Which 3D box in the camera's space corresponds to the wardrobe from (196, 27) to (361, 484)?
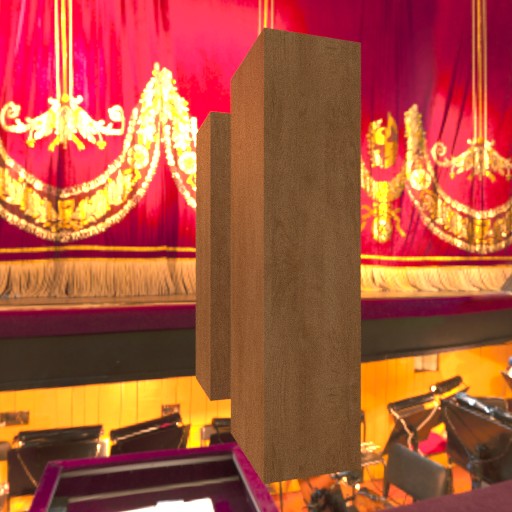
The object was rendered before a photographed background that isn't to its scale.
[{"bbox_3d":[0.000,0.000,2.855,0.480,2.000,1.770,0,0,-17],"label":"wardrobe"}]
